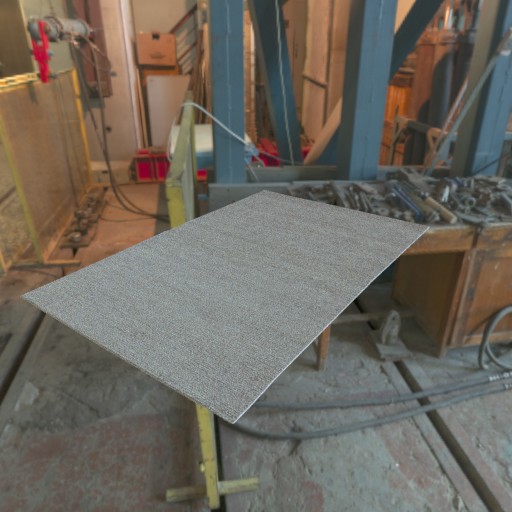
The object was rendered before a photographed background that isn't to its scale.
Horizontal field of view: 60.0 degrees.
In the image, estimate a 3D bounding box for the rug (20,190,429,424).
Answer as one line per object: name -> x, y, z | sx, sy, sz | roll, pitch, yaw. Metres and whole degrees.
rug -> 0.000, 0.000, 2.199 | 1.154, 0.021, 1.792 | 18, 32, 32
